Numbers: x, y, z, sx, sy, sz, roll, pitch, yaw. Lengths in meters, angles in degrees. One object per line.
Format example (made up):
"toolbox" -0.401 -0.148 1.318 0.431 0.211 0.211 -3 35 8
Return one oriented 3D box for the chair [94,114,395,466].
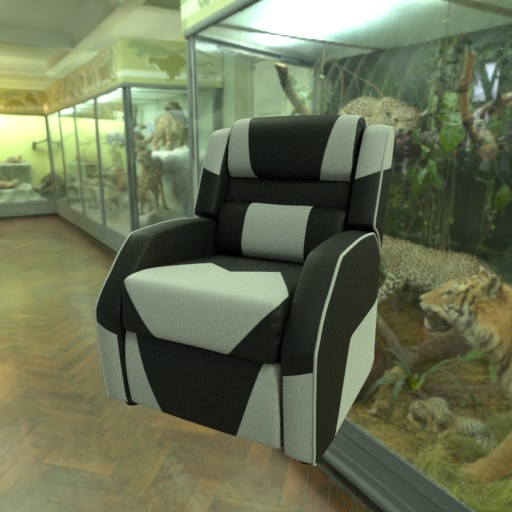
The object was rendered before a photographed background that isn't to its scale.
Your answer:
"chair" 0.000 0.000 1.270 0.620 0.805 0.672 7 15 26
